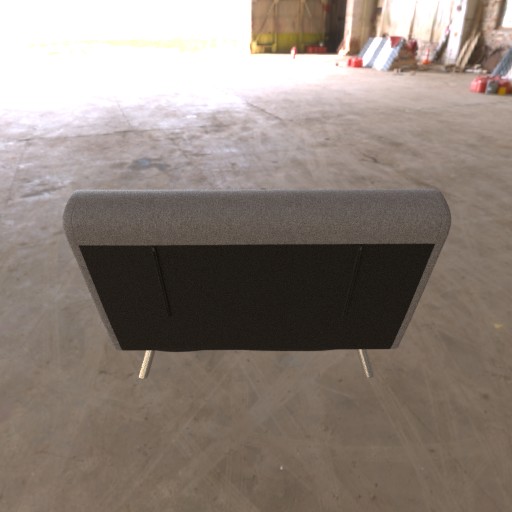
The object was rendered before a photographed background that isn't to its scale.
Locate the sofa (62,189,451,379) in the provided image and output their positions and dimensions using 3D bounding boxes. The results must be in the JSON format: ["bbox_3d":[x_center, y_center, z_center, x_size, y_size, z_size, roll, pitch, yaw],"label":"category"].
[{"bbox_3d":[0.000,0.000,1.724,1.020,0.825,1.000,0,29,0],"label":"sofa"}]
